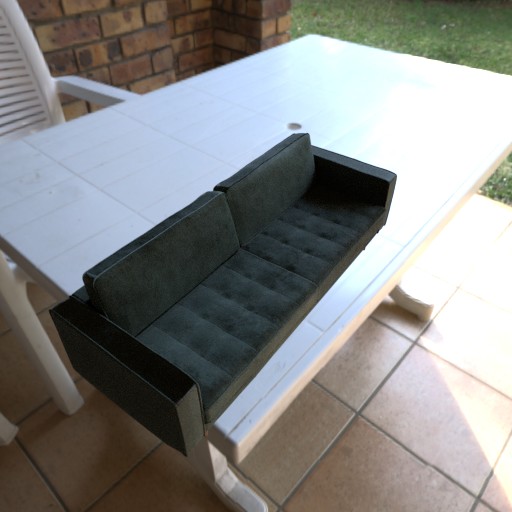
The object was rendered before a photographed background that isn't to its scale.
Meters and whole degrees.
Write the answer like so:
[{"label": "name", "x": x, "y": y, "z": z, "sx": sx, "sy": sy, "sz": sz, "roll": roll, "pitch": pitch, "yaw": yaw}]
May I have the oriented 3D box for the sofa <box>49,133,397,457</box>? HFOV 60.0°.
[{"label": "sofa", "x": 0.000, "y": 0.000, "z": 2.694, "sx": 0.886, "sy": 0.781, "sz": 2.214, "roll": 26, "pitch": 47, "yaw": 27}]
